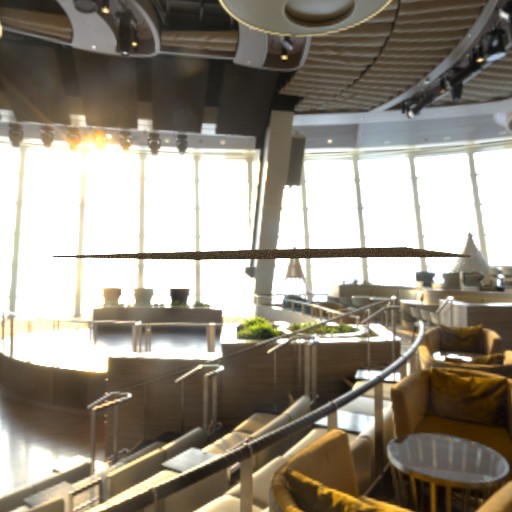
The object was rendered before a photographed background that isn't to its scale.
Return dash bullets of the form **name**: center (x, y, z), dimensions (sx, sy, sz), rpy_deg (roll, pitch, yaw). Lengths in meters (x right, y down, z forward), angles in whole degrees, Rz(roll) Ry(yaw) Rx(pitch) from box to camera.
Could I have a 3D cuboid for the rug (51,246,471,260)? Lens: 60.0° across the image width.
- **rug**: center (0.000, 0.000, 3.078), dimensions (2.498, 0.022, 1.535), rpy_deg (-1, -2, 34)
